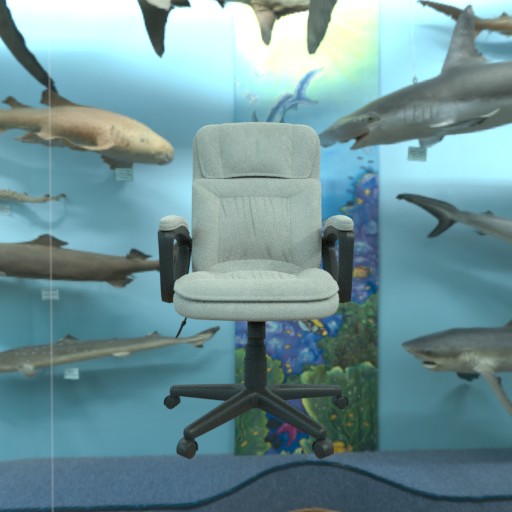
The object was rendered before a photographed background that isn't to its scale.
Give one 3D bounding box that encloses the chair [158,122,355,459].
[{"bbox_3d":[0.000,0.000,1.550,0.667,1.105,0.724,0,1,0],"label":"chair"}]
